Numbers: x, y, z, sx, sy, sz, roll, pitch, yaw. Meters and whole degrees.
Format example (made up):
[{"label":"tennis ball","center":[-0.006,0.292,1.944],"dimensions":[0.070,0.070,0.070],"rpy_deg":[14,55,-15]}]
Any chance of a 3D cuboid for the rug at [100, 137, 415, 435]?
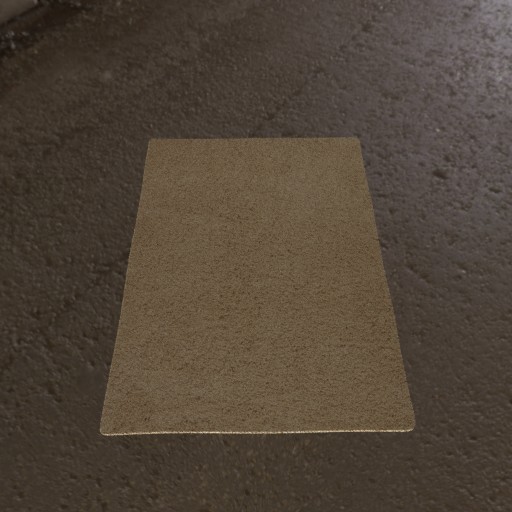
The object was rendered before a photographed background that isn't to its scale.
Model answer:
[{"label":"rug","center":[0.000,0.000,2.112],"dimensions":[1.199,0.025,1.600],"rpy_deg":[-1,57,0]}]
